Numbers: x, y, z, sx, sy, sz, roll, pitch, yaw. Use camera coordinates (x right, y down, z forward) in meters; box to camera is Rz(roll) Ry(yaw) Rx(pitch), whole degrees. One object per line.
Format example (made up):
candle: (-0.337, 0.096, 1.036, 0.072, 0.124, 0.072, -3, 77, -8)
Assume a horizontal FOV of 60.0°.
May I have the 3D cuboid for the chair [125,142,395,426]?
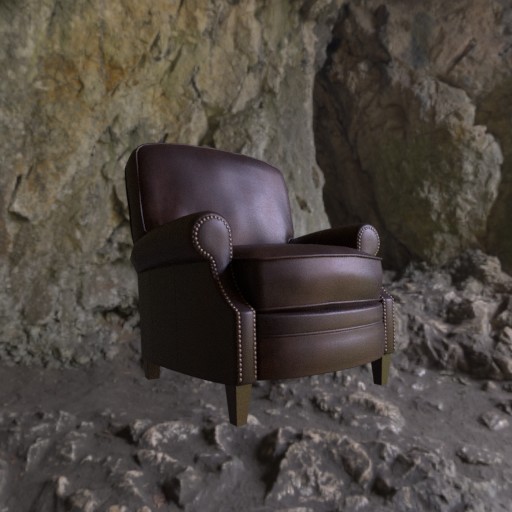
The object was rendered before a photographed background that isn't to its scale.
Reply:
chair: (0.000, 0.000, 1.834, 0.936, 1.018, 0.986, 0, -1, -38)
